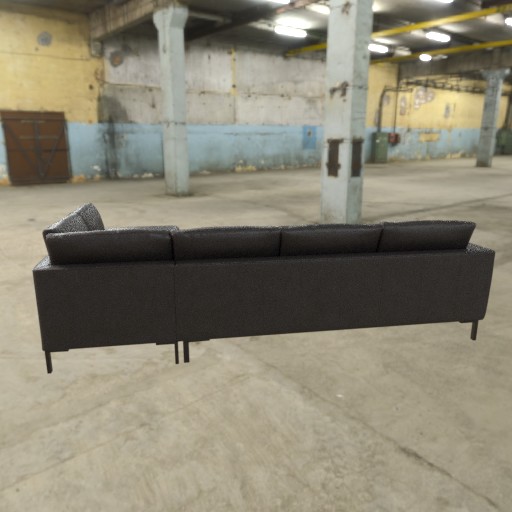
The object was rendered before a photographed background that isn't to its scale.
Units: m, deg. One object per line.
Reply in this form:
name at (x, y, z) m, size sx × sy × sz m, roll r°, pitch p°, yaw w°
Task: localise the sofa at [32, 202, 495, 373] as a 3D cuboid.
sofa at (0.000, 0.000, 3.721) m, size 2.984 × 0.877 × 1.938 m, roll -2°, pitch 15°, yaw -9°
